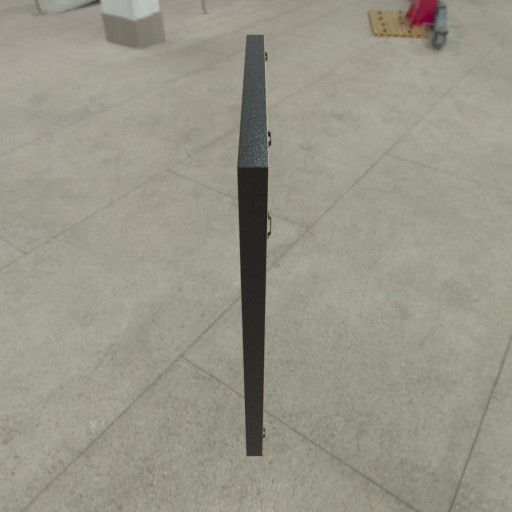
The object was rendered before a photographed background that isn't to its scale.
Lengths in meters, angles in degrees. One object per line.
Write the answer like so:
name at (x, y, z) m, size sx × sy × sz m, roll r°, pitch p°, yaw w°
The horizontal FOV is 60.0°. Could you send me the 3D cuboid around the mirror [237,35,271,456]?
mirror at (0.000, 0.000, 0.915) m, size 0.040 × 0.710 × 0.507 m, roll 0°, pitch 42°, yaw 0°
